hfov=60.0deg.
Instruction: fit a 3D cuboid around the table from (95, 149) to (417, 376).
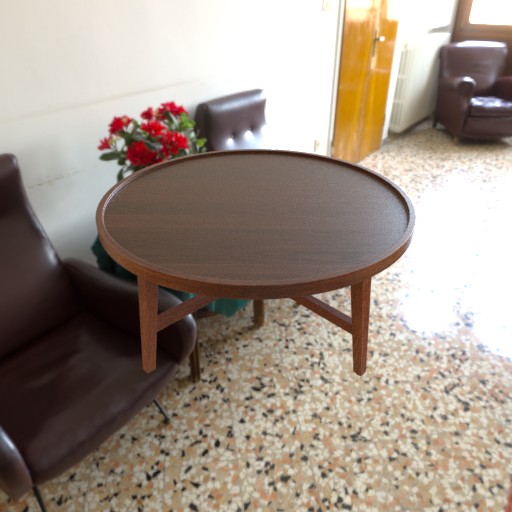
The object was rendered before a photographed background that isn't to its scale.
[{"bbox_3d":[0.000,0.000,1.249,0.800,0.360,0.800,0,31,0],"label":"table"}]
